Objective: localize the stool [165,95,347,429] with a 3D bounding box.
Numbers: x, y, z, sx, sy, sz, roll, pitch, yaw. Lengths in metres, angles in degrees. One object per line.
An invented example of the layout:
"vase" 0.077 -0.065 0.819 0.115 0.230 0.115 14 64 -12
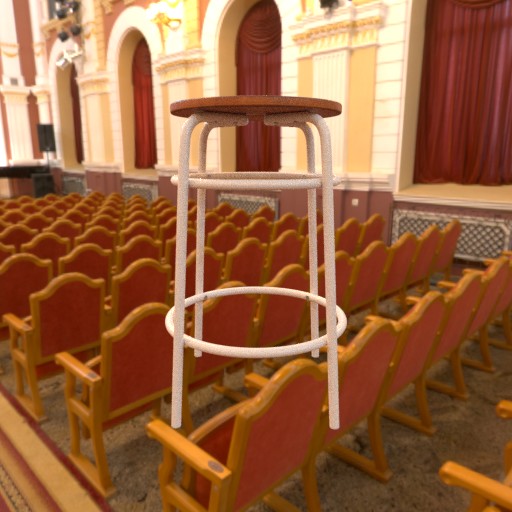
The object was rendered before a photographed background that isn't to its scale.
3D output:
"stool" 0.000 0.000 0.946 0.455 0.610 0.455 -12 18 -43
